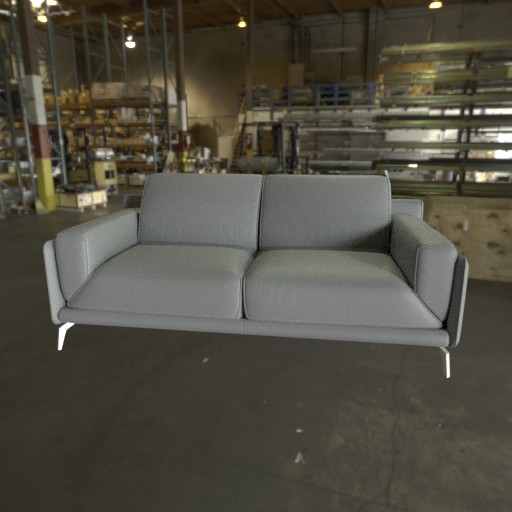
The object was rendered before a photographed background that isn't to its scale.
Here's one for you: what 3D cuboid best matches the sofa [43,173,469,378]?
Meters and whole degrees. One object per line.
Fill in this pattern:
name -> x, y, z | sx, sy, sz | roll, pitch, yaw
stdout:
sofa -> 0.000, 0.000, 2.593 | 2.100, 0.900, 0.969 | 2, 15, 8
